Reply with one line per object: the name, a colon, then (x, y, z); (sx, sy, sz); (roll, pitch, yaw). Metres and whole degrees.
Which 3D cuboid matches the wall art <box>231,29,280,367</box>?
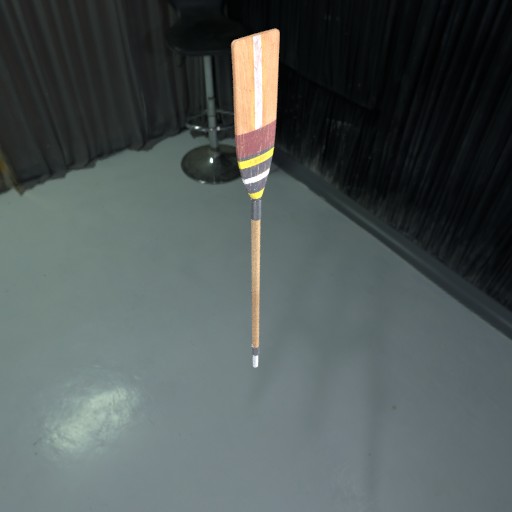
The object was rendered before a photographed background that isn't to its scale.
wall art: (0.000, 0.000, 1.642); (0.146, 1.556, 0.038); (-30, 53, -26)
